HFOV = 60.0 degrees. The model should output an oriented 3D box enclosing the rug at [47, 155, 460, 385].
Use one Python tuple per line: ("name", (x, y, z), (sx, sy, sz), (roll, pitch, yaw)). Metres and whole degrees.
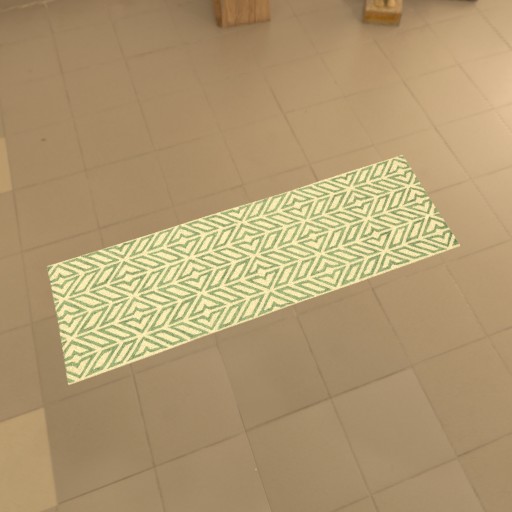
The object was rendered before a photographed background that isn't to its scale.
("rug", (0.000, 0.000, 2.726), (2.435, 0.009, 0.750), (-18, 66, -9))
